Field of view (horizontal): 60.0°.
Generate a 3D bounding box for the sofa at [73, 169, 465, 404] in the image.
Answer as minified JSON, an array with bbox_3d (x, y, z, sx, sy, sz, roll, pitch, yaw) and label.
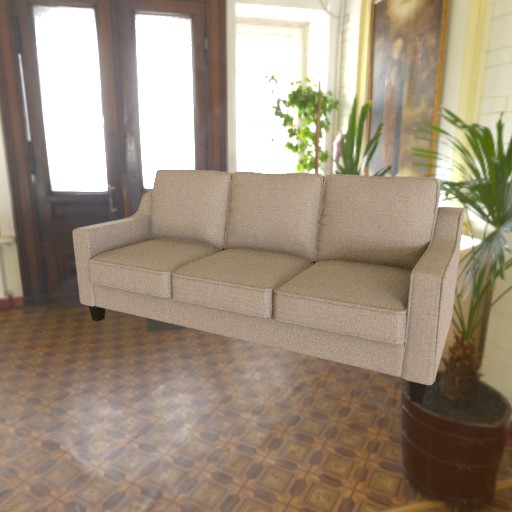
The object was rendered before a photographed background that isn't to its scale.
[{"bbox_3d":[0.000,0.000,2.607,2.129,0.950,0.899,7,16,27],"label":"sofa"}]
